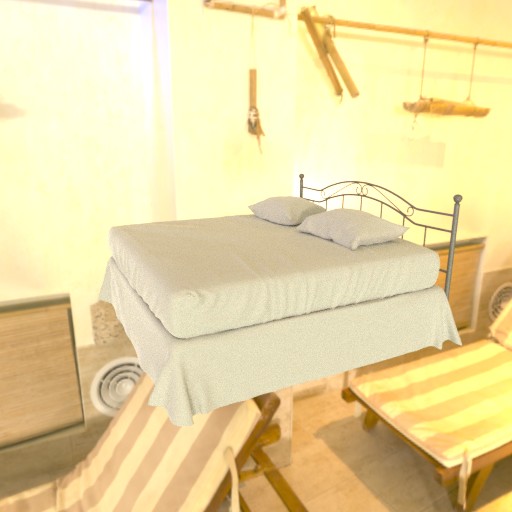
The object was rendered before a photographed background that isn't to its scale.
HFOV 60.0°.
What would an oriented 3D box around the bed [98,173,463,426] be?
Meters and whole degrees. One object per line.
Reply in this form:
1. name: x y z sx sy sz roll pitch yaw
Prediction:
1. bed: 0.000 0.000 3.538 2.220 1.080 2.309 -8 17 -26
